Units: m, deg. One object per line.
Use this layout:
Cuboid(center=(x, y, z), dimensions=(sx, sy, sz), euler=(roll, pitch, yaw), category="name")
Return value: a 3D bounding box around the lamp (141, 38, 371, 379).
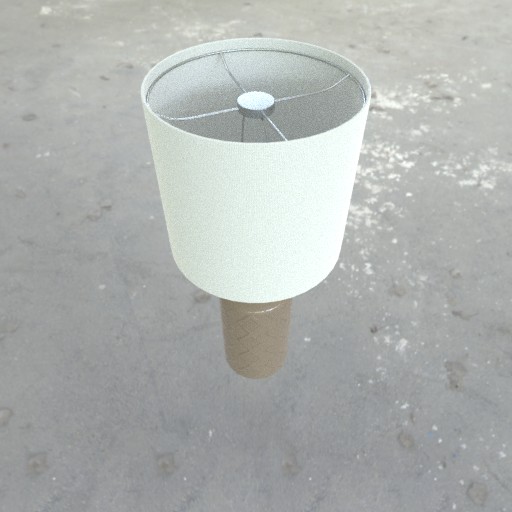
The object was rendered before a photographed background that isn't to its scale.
Cuboid(center=(0.000, 0.000, 0.569), dimensions=(0.207, 0.461, 0.207), euler=(-17, 49, -15), category="lamp")
